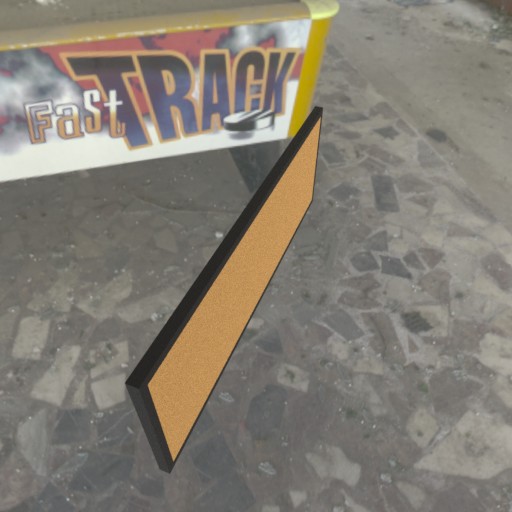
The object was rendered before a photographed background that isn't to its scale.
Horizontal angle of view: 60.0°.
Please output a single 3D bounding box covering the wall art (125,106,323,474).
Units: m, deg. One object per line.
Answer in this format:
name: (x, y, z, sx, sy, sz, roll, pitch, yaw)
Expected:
wall art: (0.000, 0.000, 1.778, 0.041, 0.554, 1.572, 16, 47, 16)
